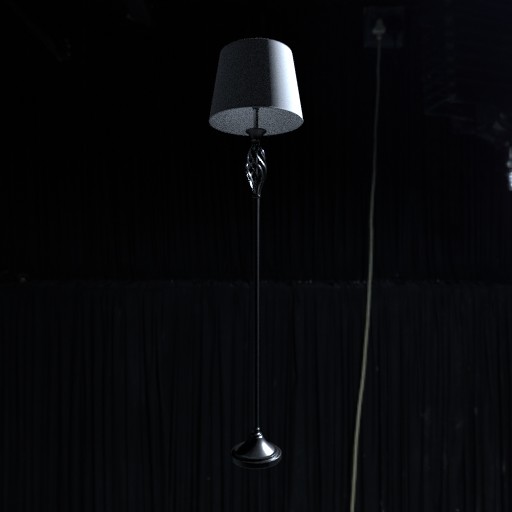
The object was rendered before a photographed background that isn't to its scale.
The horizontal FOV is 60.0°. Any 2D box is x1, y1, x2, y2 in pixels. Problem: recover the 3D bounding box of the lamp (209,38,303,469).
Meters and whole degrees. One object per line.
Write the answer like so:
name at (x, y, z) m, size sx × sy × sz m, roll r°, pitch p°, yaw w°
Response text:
lamp at (0.000, 0.000, 1.793) m, size 0.379 × 1.623 × 0.379 m, roll 0°, pitch 0°, yaw 0°
